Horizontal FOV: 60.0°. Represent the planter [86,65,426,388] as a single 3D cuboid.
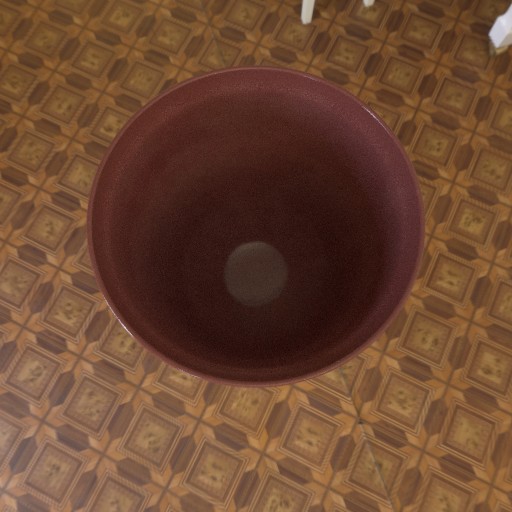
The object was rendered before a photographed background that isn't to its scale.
[{"bbox_3d":[0.000,0.000,0.358,0.195,0.214,0.195,0,76,0],"label":"planter"}]
